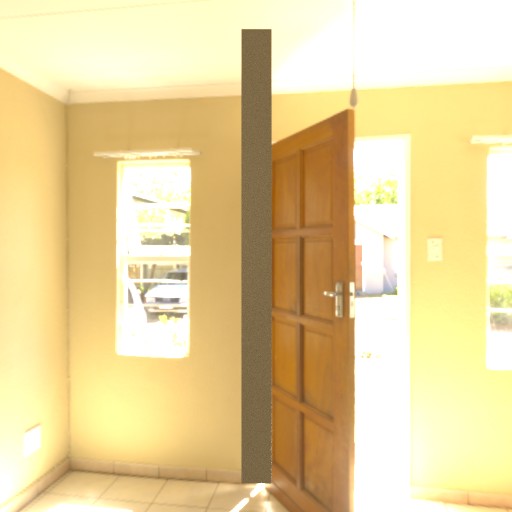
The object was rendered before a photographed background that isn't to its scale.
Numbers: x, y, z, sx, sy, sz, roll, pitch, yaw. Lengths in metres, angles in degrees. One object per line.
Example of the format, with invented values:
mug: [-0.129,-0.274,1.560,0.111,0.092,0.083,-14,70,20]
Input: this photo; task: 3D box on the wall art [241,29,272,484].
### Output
wall art: [0.000,0.000,0.767,0.037,0.554,0.453,0,0,0]
